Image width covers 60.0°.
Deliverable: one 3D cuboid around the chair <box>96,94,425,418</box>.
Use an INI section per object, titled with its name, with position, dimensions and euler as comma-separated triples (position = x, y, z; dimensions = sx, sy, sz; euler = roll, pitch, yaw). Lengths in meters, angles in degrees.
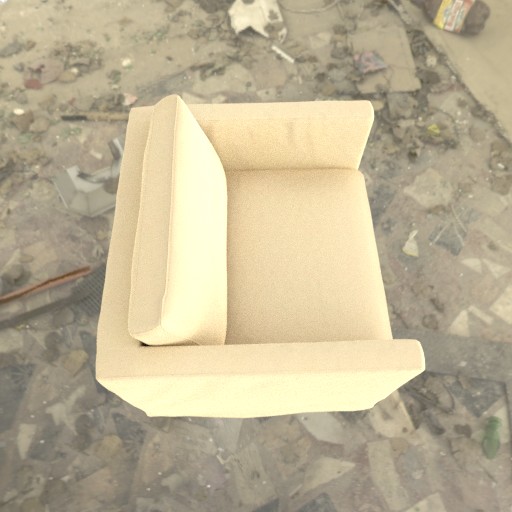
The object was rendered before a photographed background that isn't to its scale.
[chair]
position = 0.000, 0.000, 1.688
dimensions = 0.947, 0.851, 1.057
euler = -2, 63, -1
